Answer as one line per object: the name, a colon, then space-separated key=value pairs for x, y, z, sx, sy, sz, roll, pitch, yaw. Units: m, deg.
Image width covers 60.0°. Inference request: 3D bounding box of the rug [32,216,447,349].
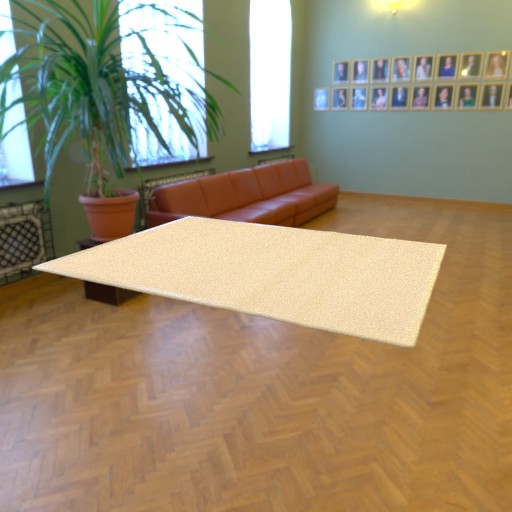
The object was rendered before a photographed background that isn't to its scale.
rug: x=0.000 y=0.000 z=4.818 sx=3.659 sy=0.037 sz=2.734 roll=8 pitch=19 yaw=25
